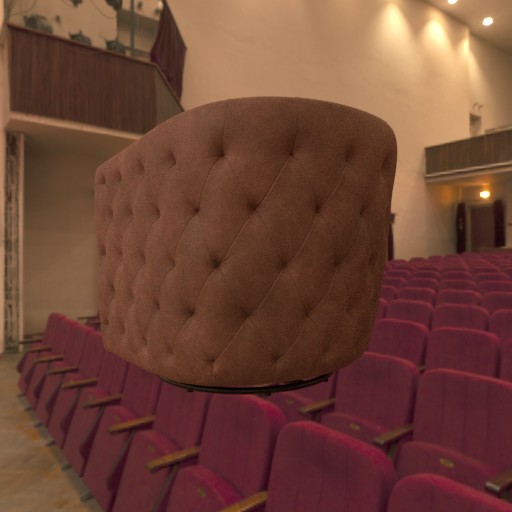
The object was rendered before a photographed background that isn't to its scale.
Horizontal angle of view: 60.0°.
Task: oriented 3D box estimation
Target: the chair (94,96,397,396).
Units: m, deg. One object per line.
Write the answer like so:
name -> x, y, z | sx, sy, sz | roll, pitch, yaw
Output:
chair -> 0.000, 0.000, 1.501 | 0.850, 0.790, 0.870 | 0, 1, -36
